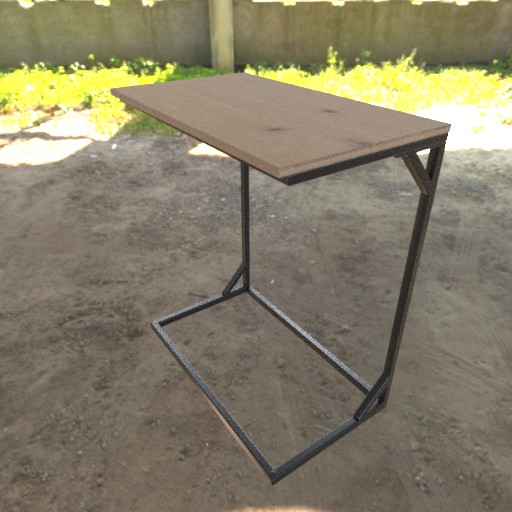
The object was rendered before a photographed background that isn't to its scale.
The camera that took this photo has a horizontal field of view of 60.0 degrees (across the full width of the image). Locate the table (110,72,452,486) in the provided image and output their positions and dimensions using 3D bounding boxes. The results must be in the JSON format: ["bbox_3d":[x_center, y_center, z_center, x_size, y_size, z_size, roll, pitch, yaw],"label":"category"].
[{"bbox_3d":[0.000,0.000,1.009,0.351,0.673,0.597,-20,37,-29],"label":"table"}]
